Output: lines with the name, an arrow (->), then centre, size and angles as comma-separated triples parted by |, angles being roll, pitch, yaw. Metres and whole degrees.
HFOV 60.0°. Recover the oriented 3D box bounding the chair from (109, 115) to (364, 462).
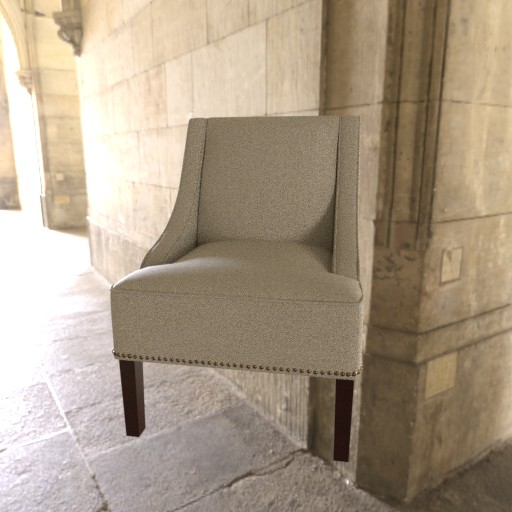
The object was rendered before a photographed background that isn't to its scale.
chair -> 0.000, 0.000, 1.368 | 0.628, 0.872, 0.748 | 2, 13, 10
